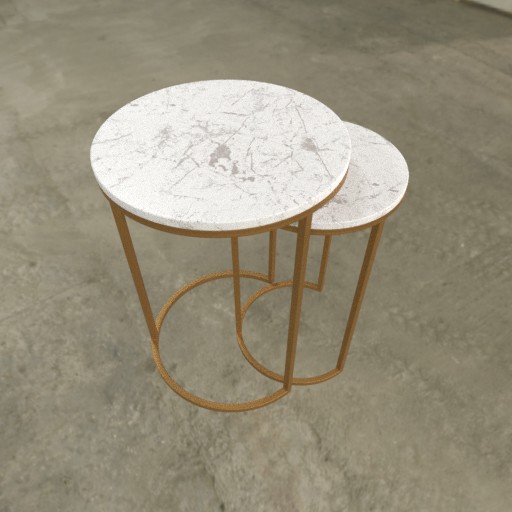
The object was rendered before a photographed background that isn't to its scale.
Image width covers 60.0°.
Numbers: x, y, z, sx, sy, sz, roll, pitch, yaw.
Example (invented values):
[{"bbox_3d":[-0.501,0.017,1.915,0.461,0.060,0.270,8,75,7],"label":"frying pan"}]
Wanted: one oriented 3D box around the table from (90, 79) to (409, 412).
[{"bbox_3d":[0.000,0.000,0.896,0.507,0.550,0.400,-4,47,-3],"label":"table"}]
